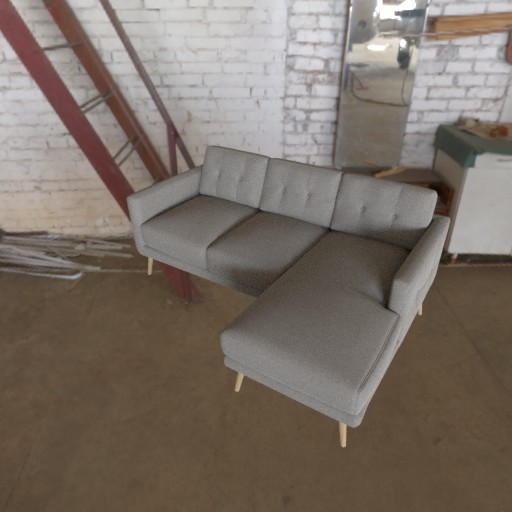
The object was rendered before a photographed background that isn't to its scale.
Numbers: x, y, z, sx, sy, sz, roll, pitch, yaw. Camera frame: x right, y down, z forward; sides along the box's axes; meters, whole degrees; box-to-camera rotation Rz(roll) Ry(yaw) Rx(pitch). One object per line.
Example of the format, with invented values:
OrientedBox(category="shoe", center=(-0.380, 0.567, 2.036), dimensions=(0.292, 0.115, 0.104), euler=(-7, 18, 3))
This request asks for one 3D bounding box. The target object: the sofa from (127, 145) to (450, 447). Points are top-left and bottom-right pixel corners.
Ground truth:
OrientedBox(category="sofa", center=(0.000, 0.000, 2.859), dimensions=(2.040, 0.860, 1.530), euler=(18, 35, 28))
